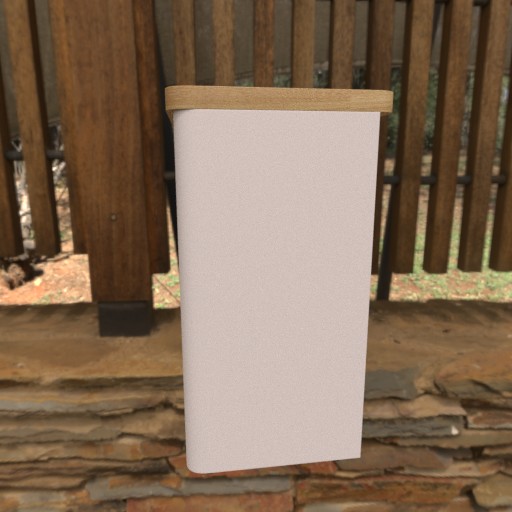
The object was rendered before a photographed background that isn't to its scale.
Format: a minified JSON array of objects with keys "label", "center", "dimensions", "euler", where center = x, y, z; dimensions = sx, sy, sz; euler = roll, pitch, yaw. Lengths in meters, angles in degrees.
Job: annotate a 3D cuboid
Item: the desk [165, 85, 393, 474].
[{"label":"desk","center":[0.000,0.000,1.255],"dimensions":[0.440,0.790,0.760],"euler":[-2,13,-8]}]
